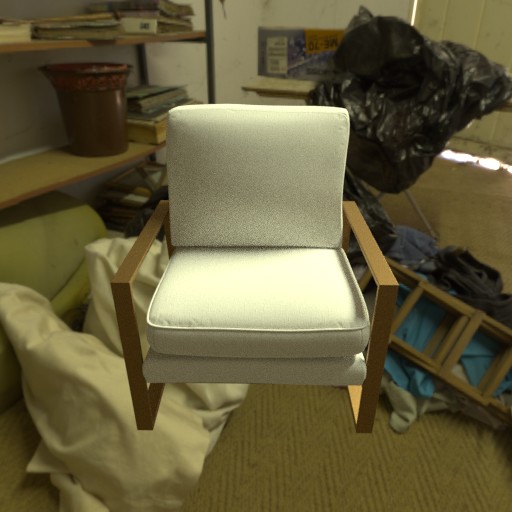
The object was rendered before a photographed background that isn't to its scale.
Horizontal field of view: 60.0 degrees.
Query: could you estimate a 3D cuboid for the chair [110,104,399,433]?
[{"bbox_3d":[0.000,0.000,1.598,0.805,0.966,0.813,0,29,1],"label":"chair"}]
